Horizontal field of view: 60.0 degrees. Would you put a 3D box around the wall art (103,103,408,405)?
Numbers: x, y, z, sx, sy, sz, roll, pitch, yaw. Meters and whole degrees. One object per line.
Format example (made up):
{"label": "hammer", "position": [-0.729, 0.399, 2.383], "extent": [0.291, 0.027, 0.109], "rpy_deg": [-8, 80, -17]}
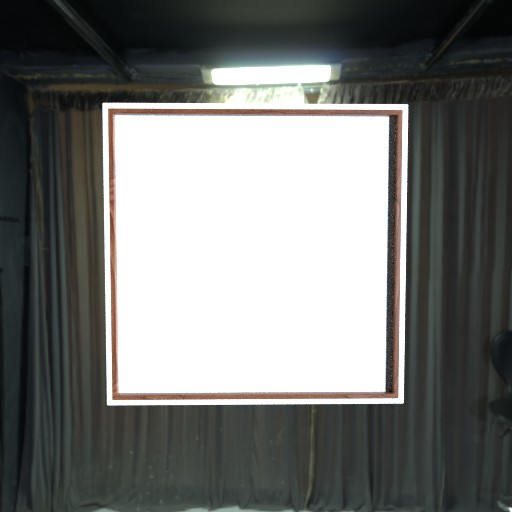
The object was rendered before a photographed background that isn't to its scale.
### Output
{"label": "wall art", "position": [0.000, 0.000, 1.509], "extent": [1.009, 1.009, 0.049], "rpy_deg": [0, 3, -1]}
